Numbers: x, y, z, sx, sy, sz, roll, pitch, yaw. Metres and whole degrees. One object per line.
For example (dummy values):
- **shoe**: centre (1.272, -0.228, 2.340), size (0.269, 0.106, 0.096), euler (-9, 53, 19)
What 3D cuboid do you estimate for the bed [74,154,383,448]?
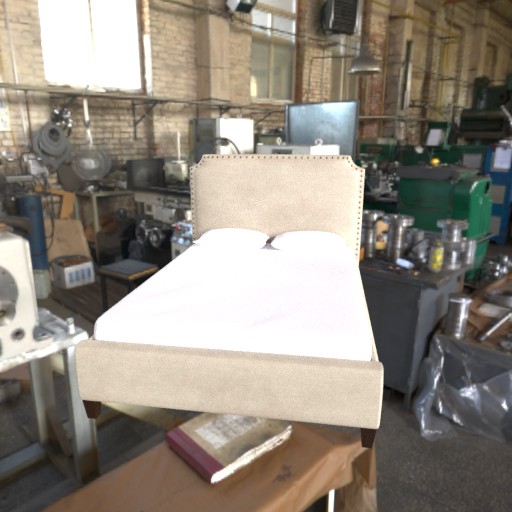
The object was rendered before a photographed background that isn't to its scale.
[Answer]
- **bed**: centre (0.000, 0.000, 3.388), size (1.712, 1.443, 2.372), euler (2, 15, 9)
